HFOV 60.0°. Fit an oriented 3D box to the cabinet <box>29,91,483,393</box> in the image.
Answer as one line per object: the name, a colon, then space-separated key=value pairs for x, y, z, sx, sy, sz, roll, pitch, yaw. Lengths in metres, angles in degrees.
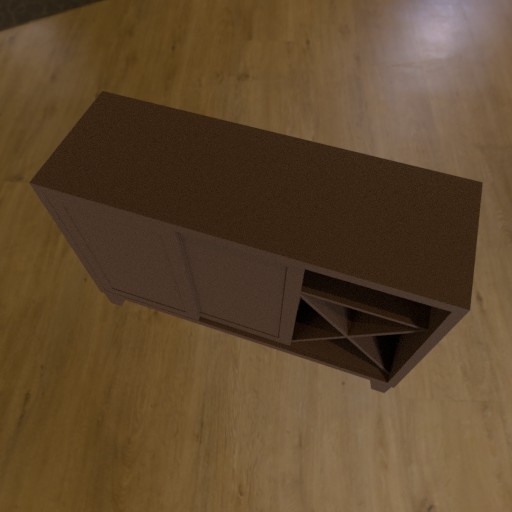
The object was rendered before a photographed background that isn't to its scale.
cabinet: x=0.000 y=0.000 z=1.832 sx=1.396 sy=0.914 sz=0.482 roll=16 pitch=60 yaw=10
